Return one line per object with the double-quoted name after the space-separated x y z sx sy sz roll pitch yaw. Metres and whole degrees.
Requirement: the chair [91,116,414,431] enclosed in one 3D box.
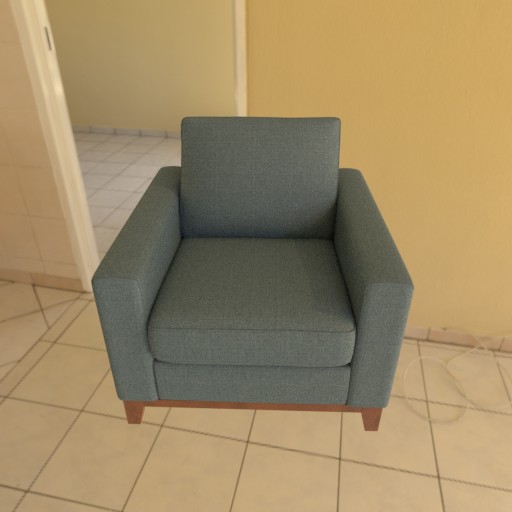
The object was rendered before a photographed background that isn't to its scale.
0.000 0.000 1.884 1.024 1.010 1.038 1 31 2 "chair"
